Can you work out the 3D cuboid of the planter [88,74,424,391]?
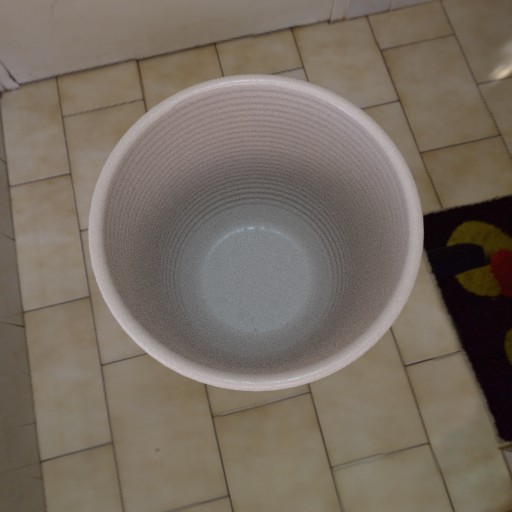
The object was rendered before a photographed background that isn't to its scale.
[{"bbox_3d":[0.000,0.000,0.296,0.170,0.152,0.170,0,74,0],"label":"planter"}]
